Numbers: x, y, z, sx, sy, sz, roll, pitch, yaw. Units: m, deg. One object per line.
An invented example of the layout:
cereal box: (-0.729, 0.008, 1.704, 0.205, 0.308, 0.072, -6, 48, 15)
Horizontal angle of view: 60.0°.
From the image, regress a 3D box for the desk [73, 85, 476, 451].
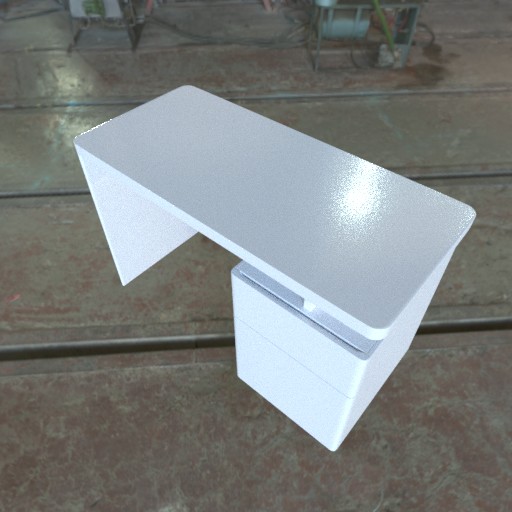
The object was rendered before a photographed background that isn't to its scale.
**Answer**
desk: (0.000, 0.000, 1.651, 1.200, 0.760, 0.550, 32, 54, 26)
